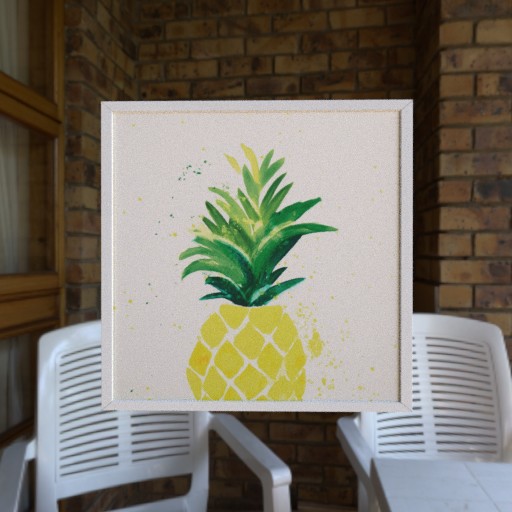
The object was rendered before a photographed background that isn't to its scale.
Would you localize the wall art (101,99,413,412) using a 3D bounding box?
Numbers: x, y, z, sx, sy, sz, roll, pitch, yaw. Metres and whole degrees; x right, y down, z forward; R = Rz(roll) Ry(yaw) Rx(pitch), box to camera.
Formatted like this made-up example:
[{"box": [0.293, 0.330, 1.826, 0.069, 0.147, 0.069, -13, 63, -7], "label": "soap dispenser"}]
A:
[{"box": [0.000, 0.000, 1.105, 0.763, 0.761, 0.038, 0, 0, 1], "label": "wall art"}]
